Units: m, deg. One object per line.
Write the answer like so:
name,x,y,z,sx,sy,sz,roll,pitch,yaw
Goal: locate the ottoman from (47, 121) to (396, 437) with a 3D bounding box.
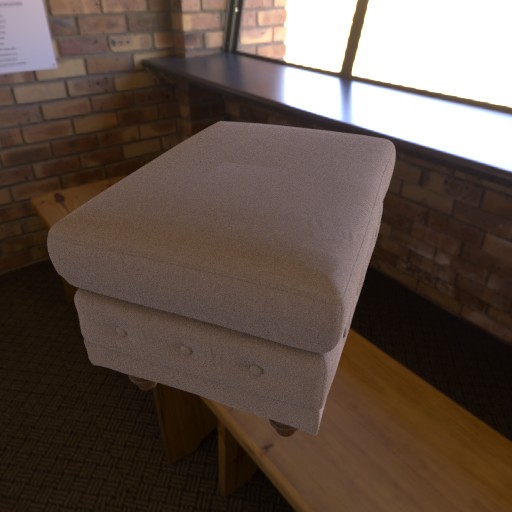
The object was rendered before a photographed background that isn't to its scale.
ottoman,0.000,0.000,1.124,0.569,0.500,0.771,12,34,18
